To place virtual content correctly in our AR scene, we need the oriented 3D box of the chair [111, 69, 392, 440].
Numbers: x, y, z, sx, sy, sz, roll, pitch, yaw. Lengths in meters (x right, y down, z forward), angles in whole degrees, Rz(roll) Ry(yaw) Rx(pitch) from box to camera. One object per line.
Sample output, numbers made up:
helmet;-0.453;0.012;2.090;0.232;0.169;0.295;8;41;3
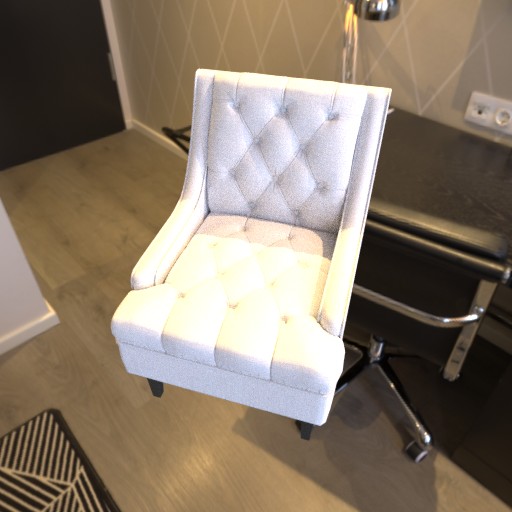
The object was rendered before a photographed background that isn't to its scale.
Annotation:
chair;0.000;0.000;1.411;0.658;0.891;0.772;11;42;13
